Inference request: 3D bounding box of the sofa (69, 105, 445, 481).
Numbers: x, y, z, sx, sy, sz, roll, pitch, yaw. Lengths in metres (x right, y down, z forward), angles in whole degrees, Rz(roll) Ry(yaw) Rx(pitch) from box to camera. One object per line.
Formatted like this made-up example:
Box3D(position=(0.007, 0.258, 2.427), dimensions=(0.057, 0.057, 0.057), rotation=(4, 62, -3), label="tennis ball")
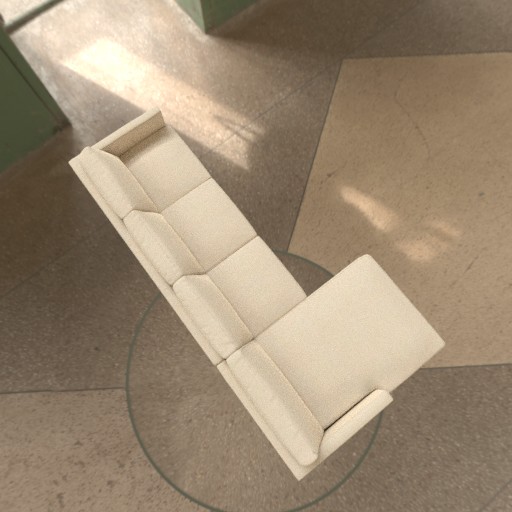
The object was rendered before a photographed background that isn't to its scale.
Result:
Box3D(position=(0.000, 0.000, 3.879), dimensions=(1.650, 0.922, 3.205), rotation=(-37, 78, -9), label="sofa")
